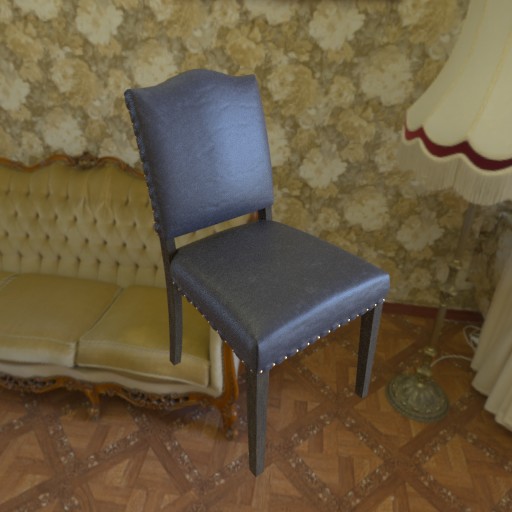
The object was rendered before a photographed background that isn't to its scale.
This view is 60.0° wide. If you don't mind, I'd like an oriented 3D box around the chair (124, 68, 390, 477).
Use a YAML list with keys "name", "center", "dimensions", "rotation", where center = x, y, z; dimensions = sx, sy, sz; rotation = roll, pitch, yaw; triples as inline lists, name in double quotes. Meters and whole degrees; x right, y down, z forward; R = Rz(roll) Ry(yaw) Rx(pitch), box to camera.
- name: "chair"
  center: [0.000, 0.000, 1.334]
  dimensions: [0.500, 0.991, 0.633]
  rotation: [-22, 37, -32]
